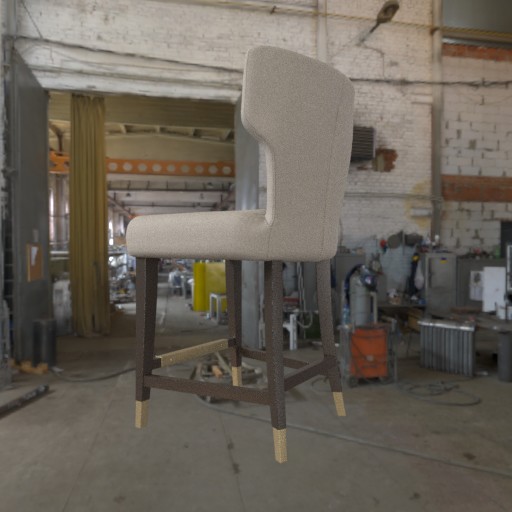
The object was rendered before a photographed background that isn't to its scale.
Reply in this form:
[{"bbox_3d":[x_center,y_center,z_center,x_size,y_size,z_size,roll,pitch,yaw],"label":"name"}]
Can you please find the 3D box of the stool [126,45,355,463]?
[{"bbox_3d":[0.000,0.000,1.320,0.563,0.982,0.527,1,1,34],"label":"stool"}]
